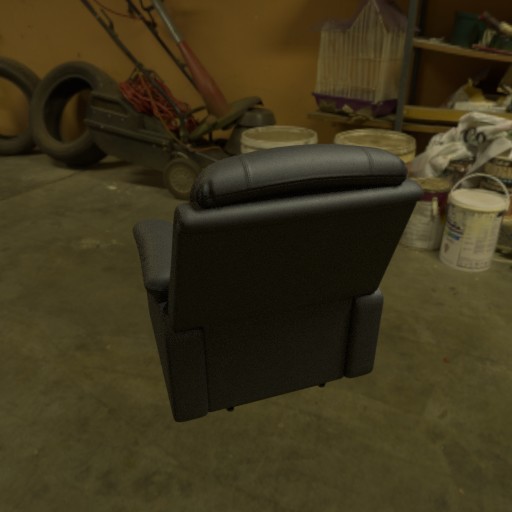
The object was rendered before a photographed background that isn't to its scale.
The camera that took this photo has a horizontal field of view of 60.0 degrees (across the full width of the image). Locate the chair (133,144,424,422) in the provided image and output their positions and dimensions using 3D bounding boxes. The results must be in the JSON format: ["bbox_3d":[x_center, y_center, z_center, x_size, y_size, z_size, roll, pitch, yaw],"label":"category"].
[{"bbox_3d":[0.000,0.000,1.683,0.855,0.992,0.919,-9,29,-17],"label":"chair"}]
